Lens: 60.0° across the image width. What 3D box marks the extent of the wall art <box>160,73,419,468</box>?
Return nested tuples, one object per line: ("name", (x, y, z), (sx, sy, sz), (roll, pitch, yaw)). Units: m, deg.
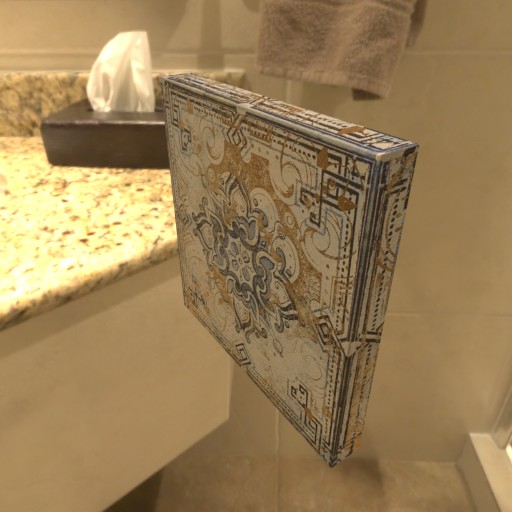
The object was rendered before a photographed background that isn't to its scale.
("wall art", (0.000, 0.000, 0.452), (0.038, 0.306, 0.302), (-20, 37, -29))
